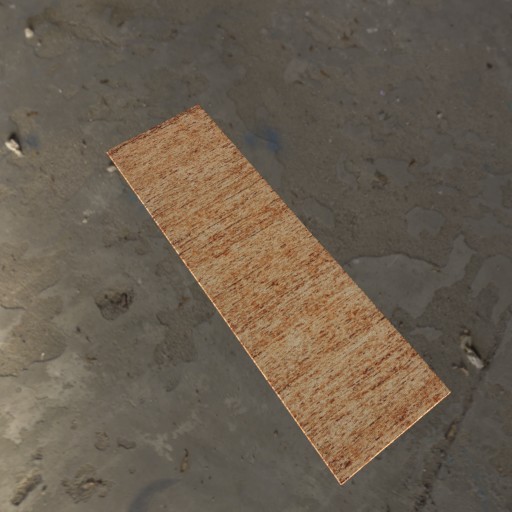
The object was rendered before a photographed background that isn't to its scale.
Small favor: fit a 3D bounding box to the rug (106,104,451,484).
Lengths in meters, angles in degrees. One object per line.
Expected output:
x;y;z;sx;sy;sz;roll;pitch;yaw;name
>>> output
0.000;0.000;2.414;0.680;0.014;2.237;-32;68;-15;rug
